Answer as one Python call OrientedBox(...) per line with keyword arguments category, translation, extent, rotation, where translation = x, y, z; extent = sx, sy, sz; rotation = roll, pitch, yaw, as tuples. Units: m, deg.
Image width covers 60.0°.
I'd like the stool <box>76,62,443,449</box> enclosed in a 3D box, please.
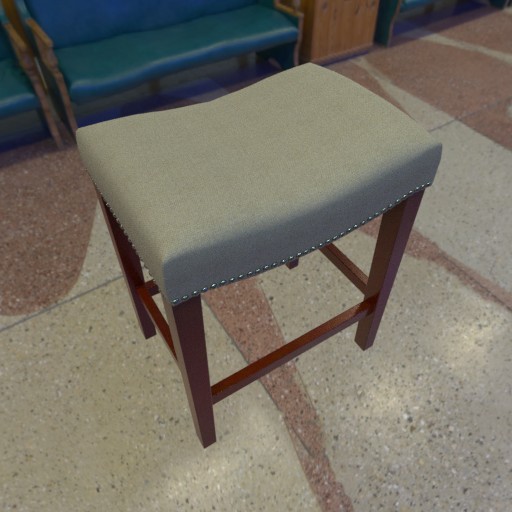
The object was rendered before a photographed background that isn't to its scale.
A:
OrientedBox(category="stool", translation=(0.000, 0.000, 0.940), extent=(0.509, 0.632, 0.375), rotation=(-25, 52, -21))
